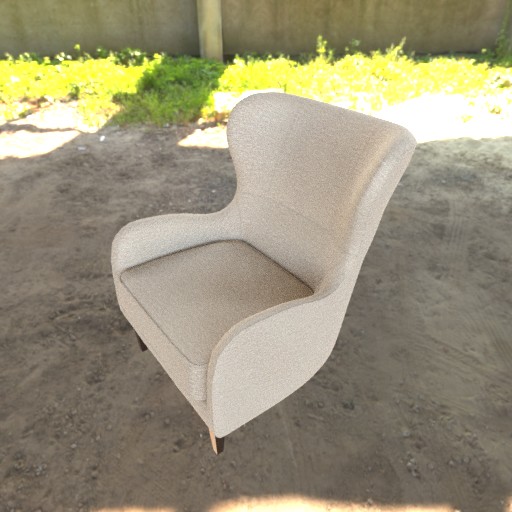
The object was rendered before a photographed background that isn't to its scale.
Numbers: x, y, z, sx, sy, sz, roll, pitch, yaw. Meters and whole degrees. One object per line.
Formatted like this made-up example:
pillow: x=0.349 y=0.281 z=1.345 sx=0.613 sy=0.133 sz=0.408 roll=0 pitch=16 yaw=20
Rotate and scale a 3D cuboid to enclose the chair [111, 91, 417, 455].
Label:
chair: x=0.000 y=0.000 z=1.793 sx=0.984 sy=1.064 sz=0.861 roll=-22 pitch=38 yaw=-30
